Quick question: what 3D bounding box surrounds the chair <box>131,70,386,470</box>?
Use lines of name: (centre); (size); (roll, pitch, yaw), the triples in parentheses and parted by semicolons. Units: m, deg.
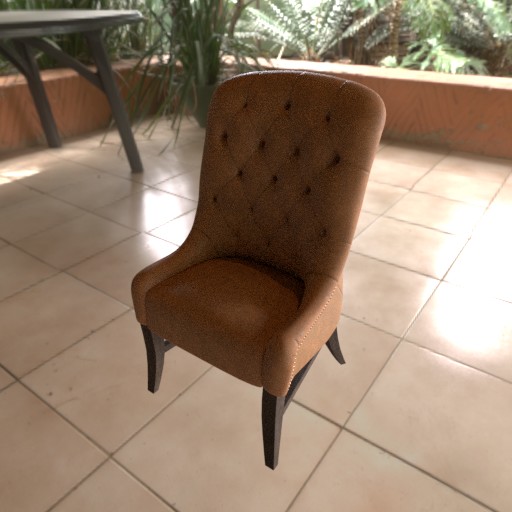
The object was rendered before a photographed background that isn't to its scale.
chair: (0.000, 0.000, 1.491); (0.634, 1.091, 0.629); (20, 36, 30)
